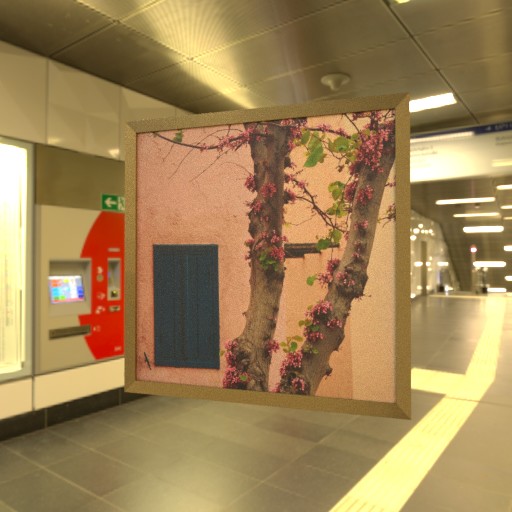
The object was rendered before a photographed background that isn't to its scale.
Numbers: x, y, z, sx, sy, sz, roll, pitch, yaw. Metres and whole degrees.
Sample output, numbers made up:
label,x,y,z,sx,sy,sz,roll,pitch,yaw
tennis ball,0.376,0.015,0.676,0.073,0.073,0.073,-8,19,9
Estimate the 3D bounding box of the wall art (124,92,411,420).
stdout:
label,x,y,z,sx,sy,sz,roll,pitch,yaw
wall art,0.000,0.000,1.159,0.762,0.762,0.038,0,-1,17
